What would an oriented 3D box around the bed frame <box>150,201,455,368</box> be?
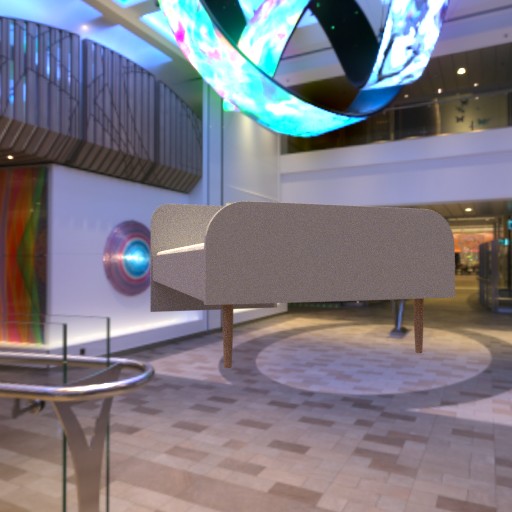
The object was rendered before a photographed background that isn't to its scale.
[{"bbox_3d":[0.000,0.000,2.520,0.998,0.805,1.963,0,-1,-18],"label":"bed frame"}]
